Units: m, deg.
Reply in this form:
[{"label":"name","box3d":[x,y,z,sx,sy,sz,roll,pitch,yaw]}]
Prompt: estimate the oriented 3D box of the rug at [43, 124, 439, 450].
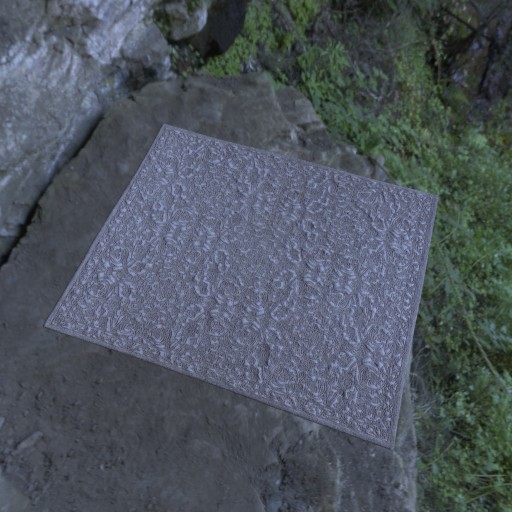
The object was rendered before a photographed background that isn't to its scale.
[{"label":"rug","box3d":[0.000,0.000,4.101,3.017,0.035,2.472,17,63,9]}]
